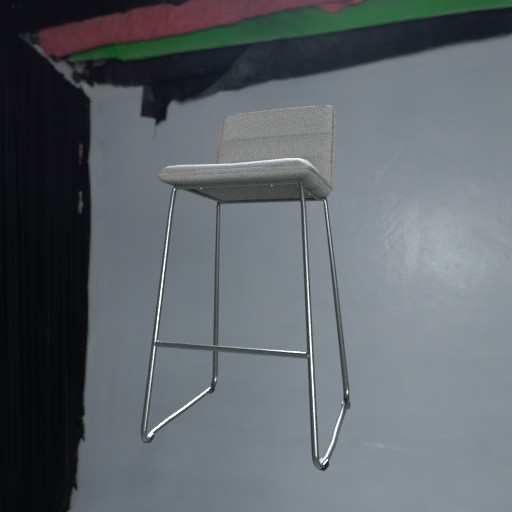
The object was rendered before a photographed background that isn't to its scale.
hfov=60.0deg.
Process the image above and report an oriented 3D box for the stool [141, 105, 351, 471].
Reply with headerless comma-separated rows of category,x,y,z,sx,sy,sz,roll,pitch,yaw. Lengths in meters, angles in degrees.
stool,0.000,0.000,1.268,0.490,0.960,0.490,0,1,18
